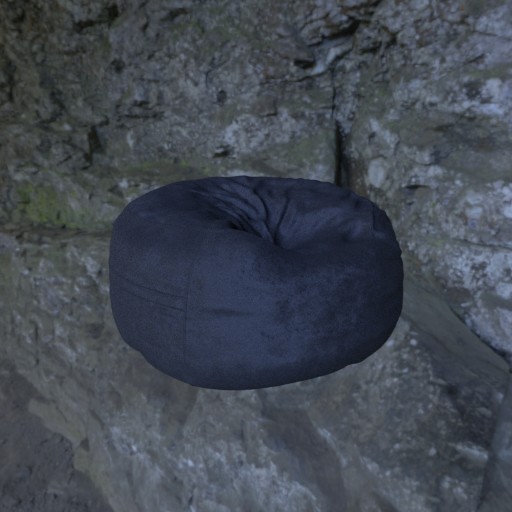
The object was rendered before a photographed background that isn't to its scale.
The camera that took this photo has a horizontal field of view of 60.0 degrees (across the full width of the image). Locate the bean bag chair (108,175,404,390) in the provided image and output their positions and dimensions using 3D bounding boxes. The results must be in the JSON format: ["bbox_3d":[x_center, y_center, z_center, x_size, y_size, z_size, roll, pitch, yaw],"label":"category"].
[{"bbox_3d":[0.000,0.000,2.382,1.525,0.751,1.525,0,17,0],"label":"bean bag chair"}]
